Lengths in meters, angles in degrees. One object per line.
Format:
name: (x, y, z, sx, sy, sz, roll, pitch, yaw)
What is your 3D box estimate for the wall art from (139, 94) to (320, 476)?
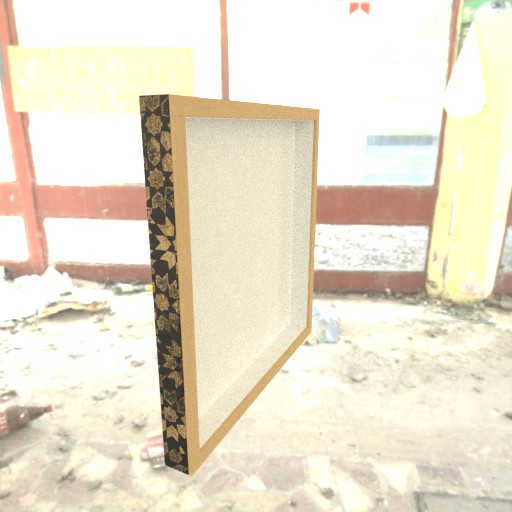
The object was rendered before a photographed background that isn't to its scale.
wall art: (0.000, 0.000, 0.623, 0.038, 0.405, 0.405, 8, 18, 25)
